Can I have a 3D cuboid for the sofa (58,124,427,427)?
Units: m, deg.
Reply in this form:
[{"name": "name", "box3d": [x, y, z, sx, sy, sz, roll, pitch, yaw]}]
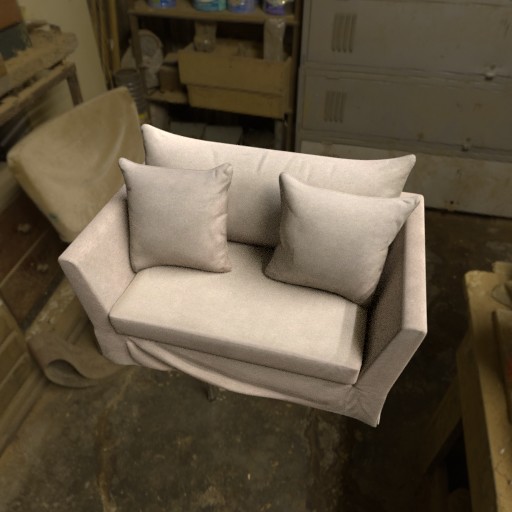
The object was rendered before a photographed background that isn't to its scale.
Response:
[{"name": "sofa", "box3d": [0.000, 0.000, 2.324, 1.608, 1.040, 1.035, 10, 43, 11]}]
